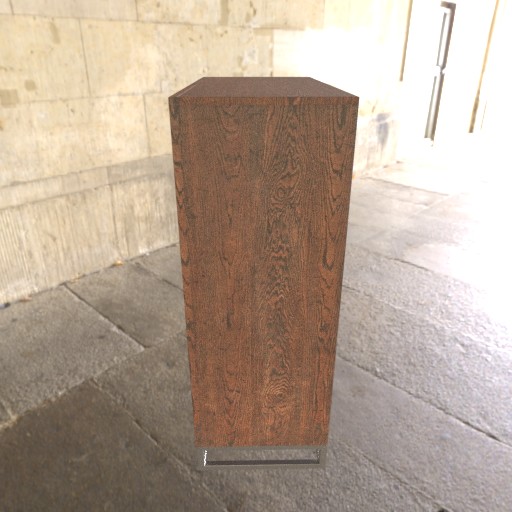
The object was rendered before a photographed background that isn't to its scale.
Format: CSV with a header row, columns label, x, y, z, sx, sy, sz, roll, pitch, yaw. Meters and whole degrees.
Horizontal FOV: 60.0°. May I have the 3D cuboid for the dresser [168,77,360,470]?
label,x,y,z,sx,sy,sz,roll,pitch,yaw
dresser,0.000,0.000,1.822,0.508,1.321,0.965,0,25,-1
